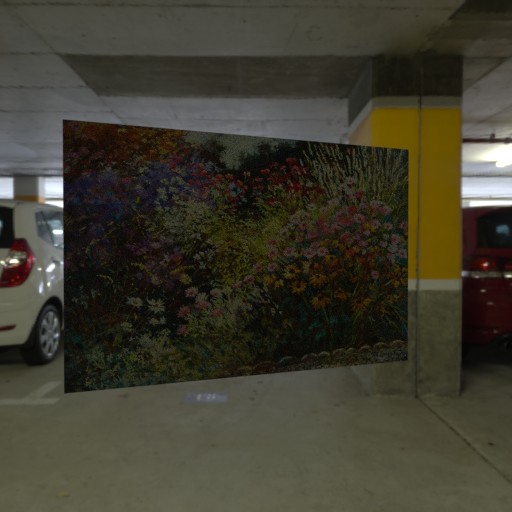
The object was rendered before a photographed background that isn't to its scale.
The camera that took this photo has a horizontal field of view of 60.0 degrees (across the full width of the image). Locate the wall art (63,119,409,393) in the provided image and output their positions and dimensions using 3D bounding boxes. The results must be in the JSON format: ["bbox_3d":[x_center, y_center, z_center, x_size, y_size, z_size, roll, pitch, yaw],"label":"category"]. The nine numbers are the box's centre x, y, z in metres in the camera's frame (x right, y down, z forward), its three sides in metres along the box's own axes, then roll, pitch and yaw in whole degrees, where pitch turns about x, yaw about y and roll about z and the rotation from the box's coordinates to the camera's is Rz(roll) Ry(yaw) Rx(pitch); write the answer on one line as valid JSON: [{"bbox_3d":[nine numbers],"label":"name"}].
[{"bbox_3d":[0.000,0.000,1.140,0.908,0.604,0.037,0,1,-19],"label":"wall art"}]
